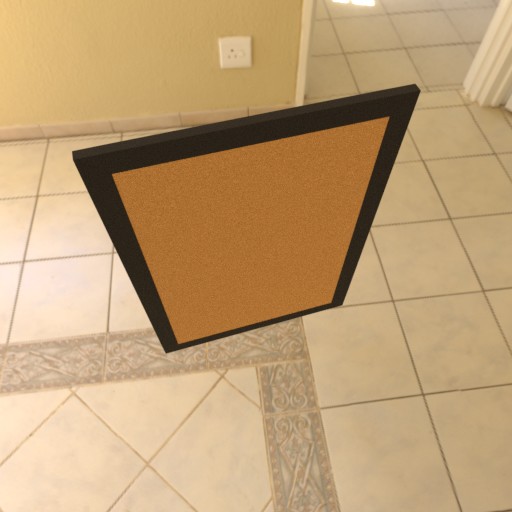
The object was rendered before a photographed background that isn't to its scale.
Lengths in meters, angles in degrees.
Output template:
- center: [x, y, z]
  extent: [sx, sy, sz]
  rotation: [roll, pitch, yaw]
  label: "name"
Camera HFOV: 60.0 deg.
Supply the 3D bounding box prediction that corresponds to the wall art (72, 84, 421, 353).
- center: [0.000, 0.000, 0.693]
  extent: [0.380, 0.534, 0.013]
  rotation: [-14, 58, -9]
  label: "wall art"
